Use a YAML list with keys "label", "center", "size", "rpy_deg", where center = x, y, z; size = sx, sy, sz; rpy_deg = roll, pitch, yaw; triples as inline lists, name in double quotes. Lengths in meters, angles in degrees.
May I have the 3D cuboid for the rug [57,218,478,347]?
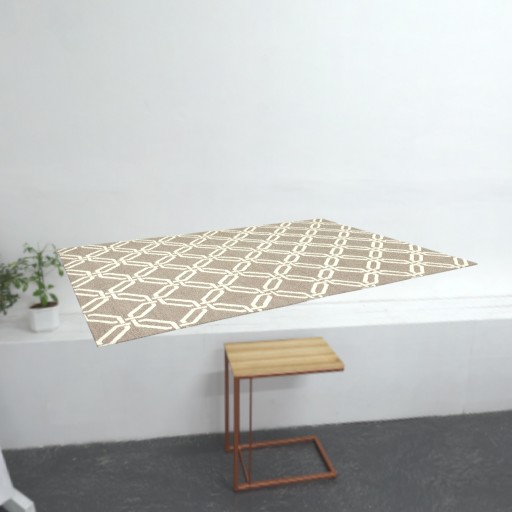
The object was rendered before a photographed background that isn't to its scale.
- label: "rug"
  center: [0.000, 0.000, 4.379]
  size: [3.419, 0.020, 2.441]
  rpy_deg: [-9, 18, -27]
